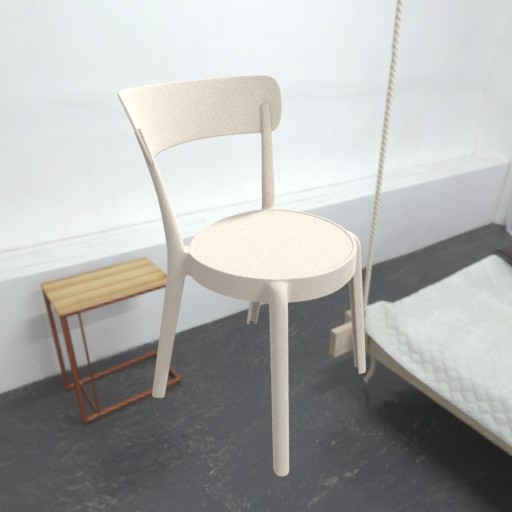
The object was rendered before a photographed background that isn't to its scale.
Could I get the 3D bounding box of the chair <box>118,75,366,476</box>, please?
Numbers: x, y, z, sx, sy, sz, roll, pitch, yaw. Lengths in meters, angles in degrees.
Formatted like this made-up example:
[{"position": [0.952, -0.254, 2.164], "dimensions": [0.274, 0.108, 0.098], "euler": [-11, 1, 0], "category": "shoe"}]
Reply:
[{"position": [0.000, 0.000, 1.102], "dimensions": [0.491, 0.790, 0.506], "euler": [19, 32, 32], "category": "chair"}]
